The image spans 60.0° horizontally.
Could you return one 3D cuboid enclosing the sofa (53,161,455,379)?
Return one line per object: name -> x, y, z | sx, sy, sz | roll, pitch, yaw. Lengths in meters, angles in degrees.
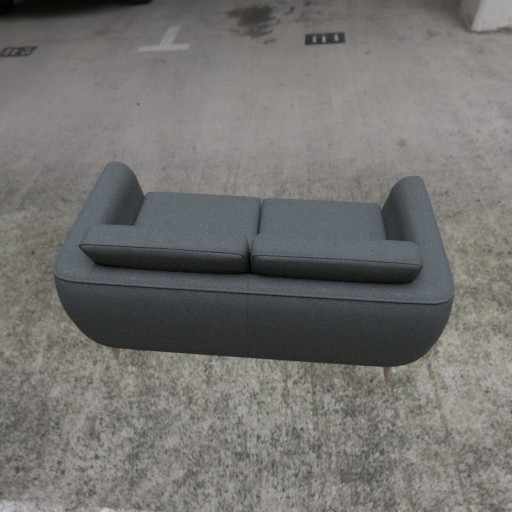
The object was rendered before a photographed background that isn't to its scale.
sofa -> 0.000, 0.000, 2.209 | 1.700, 0.850, 0.920 | 3, 47, 3
